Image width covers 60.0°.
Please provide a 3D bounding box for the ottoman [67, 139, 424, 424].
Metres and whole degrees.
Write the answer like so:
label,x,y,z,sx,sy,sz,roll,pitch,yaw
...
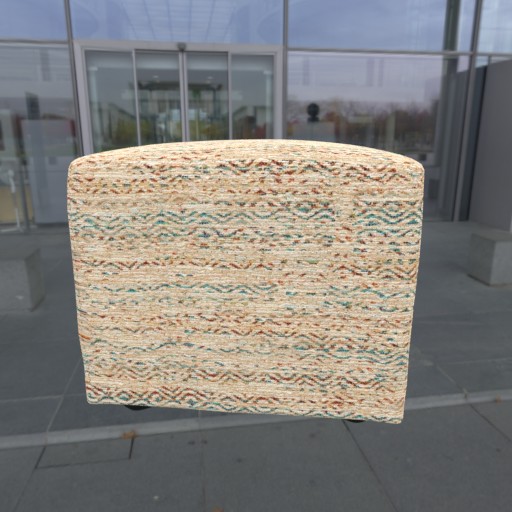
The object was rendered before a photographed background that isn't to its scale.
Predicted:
label,x,y,z,sx,sy,sz,roll,pitch,yaw
ottoman,0.000,0.000,0.890,0.512,0.453,0.521,2,15,6
